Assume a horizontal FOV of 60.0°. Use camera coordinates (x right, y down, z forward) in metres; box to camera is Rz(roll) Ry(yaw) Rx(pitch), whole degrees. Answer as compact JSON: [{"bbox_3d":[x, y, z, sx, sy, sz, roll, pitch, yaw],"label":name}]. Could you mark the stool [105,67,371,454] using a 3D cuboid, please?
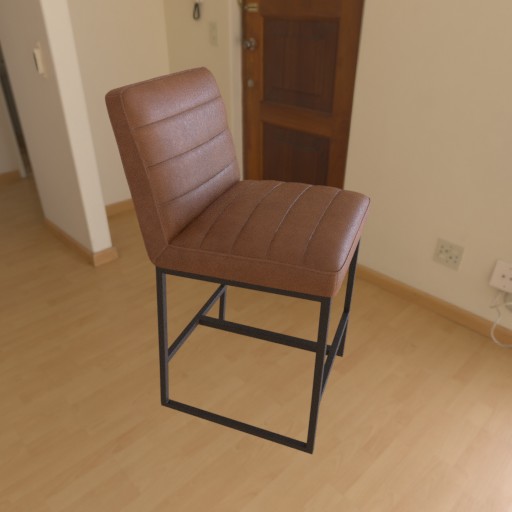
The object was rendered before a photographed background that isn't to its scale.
[{"bbox_3d":[0.000,0.000,1.257,0.556,0.940,0.458,11,32,18],"label":"stool"}]
